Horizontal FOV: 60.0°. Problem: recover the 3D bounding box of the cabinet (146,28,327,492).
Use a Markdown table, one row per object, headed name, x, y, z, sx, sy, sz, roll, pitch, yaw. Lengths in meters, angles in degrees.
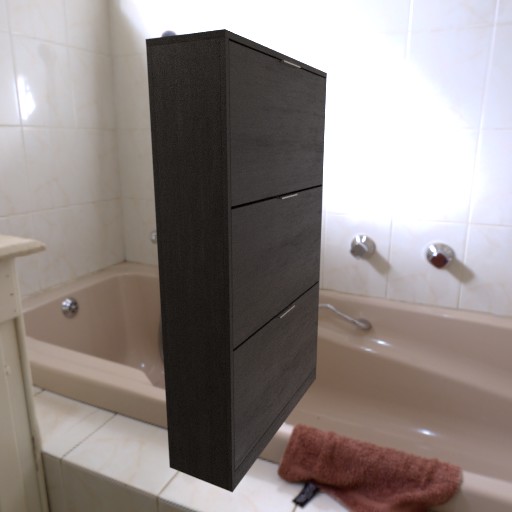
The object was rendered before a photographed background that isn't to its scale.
| name | x | y | z | sx | sy | sz | roll | pitch | yaw |
| --- | --- | --- | --- | --- | --- | --- | --- | --- | --- |
| cabinet | 0.000 | 0.000 | 1.554 | 0.250 | 1.280 | 0.750 | 7 | 16 | 26 |
